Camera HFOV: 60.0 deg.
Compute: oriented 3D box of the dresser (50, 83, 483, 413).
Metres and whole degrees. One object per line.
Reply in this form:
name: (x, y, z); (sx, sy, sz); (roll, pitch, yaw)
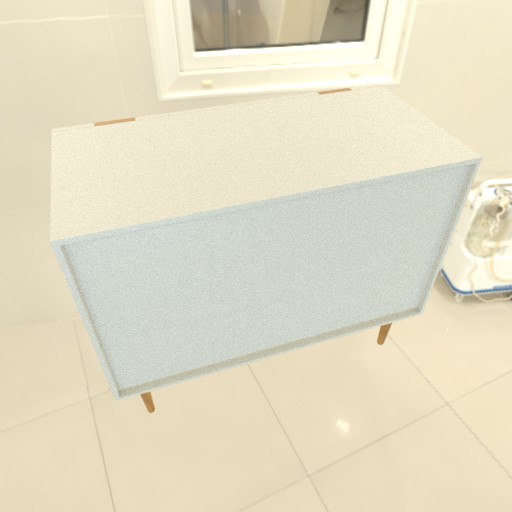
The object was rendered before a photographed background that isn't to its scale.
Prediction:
dresser: (0.000, 0.000, 1.276); (0.905, 0.721, 0.457); (-13, 44, -14)
